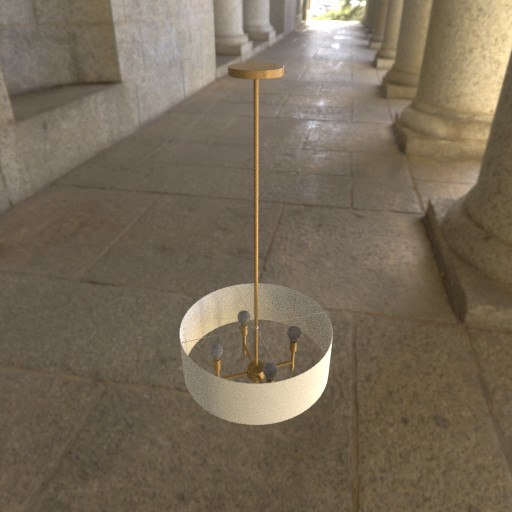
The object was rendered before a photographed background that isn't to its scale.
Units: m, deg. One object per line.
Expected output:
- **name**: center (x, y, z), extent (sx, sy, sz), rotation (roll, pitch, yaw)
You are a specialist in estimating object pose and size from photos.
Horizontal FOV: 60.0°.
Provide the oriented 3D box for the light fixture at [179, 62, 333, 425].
- **light fixture**: center (0.000, 0.000, 1.342), extent (0.508, 1.067, 0.508), rotation (0, 31, 0)
